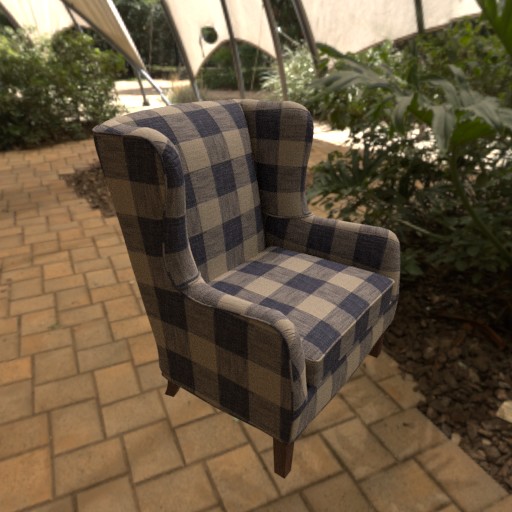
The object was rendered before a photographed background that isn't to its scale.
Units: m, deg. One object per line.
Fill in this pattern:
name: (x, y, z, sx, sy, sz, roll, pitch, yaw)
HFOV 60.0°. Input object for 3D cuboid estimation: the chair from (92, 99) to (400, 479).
chair: (0.000, 0.000, 1.676, 0.889, 1.041, 0.830, 18, 31, 32)
